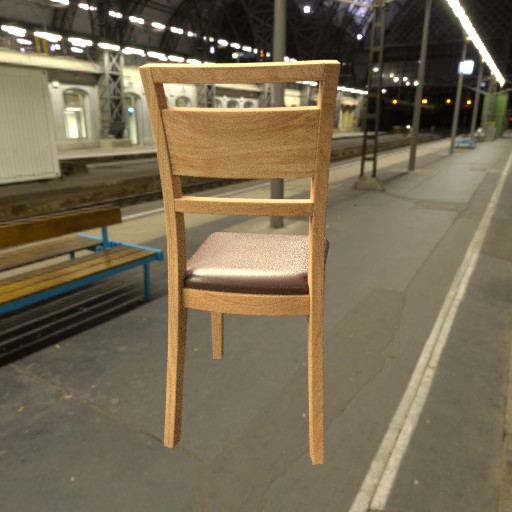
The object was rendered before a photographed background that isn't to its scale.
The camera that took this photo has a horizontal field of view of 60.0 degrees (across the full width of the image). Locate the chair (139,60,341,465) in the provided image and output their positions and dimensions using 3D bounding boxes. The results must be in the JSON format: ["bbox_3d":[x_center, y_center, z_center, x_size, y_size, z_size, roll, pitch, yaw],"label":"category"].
[{"bbox_3d":[0.000,0.000,1.230,0.420,0.940,0.545,3,17,9],"label":"chair"}]
